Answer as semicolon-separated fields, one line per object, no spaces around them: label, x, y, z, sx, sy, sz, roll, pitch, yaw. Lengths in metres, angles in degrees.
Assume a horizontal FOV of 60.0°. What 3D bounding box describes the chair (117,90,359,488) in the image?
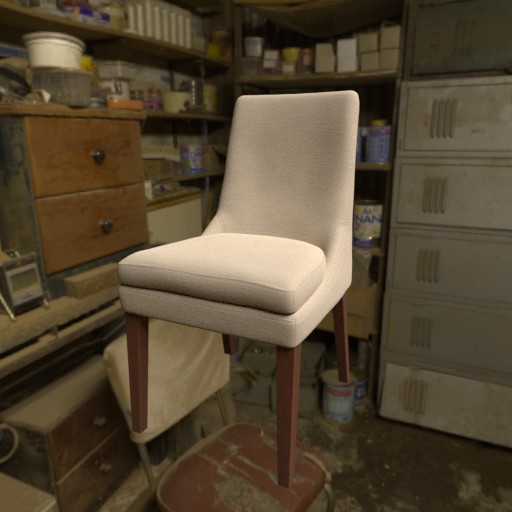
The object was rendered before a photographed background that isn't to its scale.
chair;0.000;0.000;1.295;0.515;0.940;0.638;7;17;26
